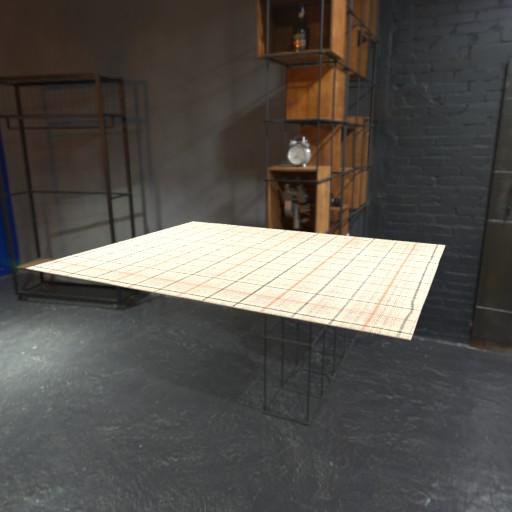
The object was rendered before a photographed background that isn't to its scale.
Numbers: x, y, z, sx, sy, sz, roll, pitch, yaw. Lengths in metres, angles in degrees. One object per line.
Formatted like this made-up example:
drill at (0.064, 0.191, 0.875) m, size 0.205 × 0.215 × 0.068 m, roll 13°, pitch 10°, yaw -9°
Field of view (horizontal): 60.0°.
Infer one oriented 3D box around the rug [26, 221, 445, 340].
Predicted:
rug at (0.000, 0.000, 4.068) m, size 3.048 × 0.012 × 2.444 m, roll 7°, pitch 16°, yaw 26°
